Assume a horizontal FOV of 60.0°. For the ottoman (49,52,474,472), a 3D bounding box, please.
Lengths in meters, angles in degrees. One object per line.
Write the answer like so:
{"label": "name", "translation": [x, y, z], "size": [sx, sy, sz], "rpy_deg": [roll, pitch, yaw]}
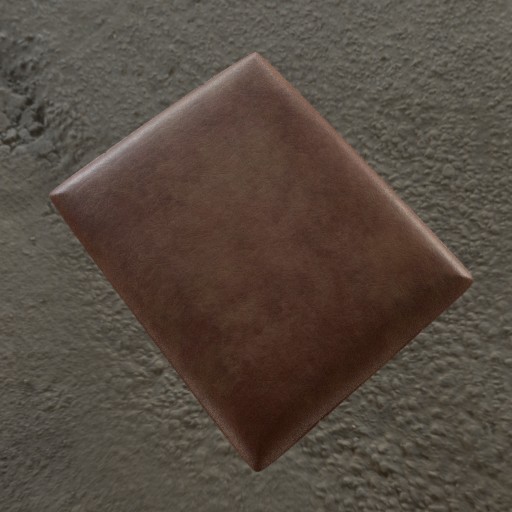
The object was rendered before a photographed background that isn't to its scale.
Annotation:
{"label": "ottoman", "translation": [0.000, 0.000, 1.775], "size": [0.965, 0.667, 1.186], "rpy_deg": [-38, 79, -9]}
